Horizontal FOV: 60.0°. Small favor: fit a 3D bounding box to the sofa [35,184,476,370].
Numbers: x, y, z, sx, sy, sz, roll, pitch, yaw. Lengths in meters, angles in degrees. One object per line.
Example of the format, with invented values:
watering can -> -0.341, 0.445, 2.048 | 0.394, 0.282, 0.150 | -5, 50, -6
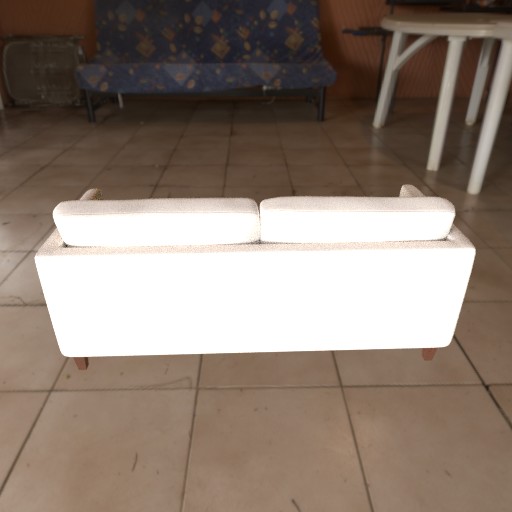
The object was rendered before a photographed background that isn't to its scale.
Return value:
sofa -> 0.000, 0.000, 2.619 | 2.139, 0.933, 0.924 | -1, 29, -2
